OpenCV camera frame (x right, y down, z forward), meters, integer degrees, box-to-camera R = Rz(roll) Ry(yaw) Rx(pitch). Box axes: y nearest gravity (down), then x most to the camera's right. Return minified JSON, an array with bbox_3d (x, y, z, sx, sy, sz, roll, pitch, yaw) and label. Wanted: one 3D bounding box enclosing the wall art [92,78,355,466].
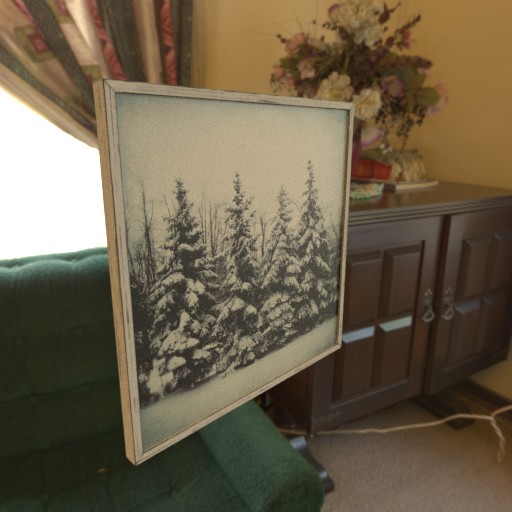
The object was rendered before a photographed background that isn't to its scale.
[{"bbox_3d":[0.000,0.000,1.106,0.037,0.761,0.761,14,21,43],"label":"wall art"}]
